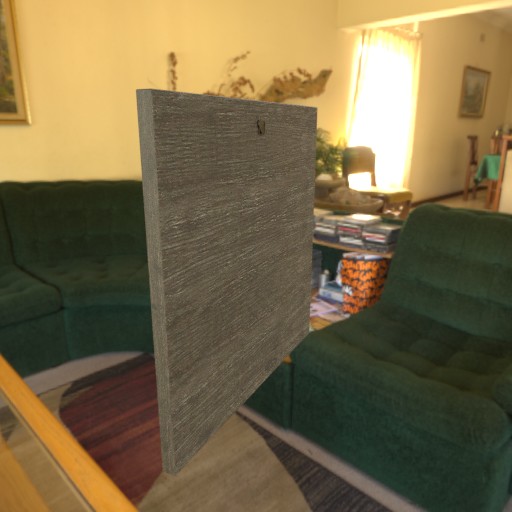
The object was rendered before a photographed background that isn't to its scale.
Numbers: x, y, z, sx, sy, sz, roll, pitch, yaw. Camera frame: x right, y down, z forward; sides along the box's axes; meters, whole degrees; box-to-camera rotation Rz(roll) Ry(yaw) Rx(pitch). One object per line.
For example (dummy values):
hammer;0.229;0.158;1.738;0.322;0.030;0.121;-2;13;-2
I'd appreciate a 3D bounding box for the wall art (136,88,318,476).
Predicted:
wall art;0.000;0.000;0.694;0.027;0.459;0.462;8;18;27
